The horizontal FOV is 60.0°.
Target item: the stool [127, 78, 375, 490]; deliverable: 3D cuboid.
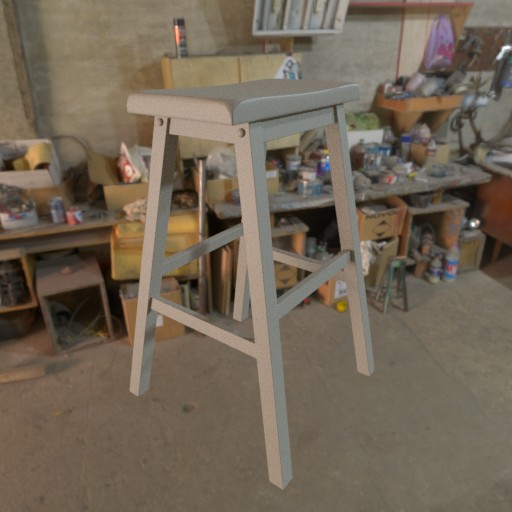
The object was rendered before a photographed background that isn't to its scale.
[{"bbox_3d":[0.000,0.000,1.028,0.476,0.737,0.457,18,30,33],"label":"stool"}]
